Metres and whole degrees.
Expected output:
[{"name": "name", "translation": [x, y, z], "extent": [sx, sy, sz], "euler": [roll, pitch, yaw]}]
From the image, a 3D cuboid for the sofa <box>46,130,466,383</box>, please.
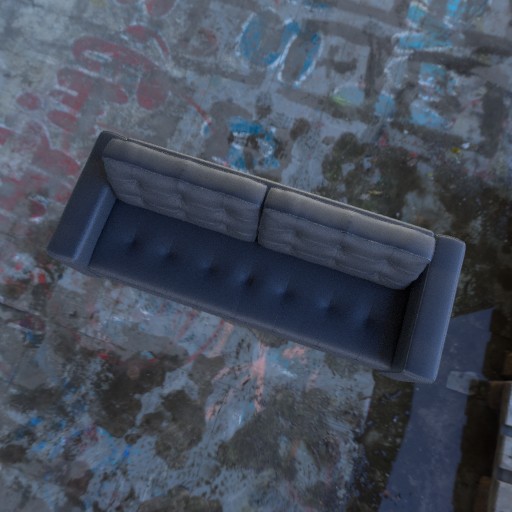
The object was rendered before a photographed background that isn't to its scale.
[{"name": "sofa", "translation": [0.000, 0.000, 2.674], "extent": [2.275, 0.893, 0.833], "euler": [18, 77, 4]}]
